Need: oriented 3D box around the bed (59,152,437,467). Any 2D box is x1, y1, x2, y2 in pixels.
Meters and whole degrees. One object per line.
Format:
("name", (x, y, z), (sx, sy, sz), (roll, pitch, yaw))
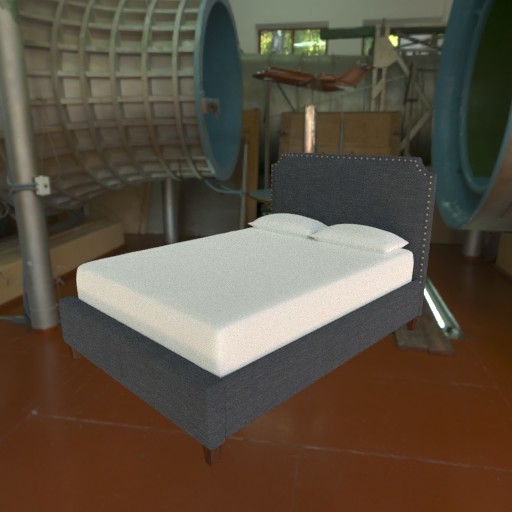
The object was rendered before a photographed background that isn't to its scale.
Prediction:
("bed", (0.000, 0.000, 3.379), (1.713, 1.443, 2.372), (15, 21, 42))
